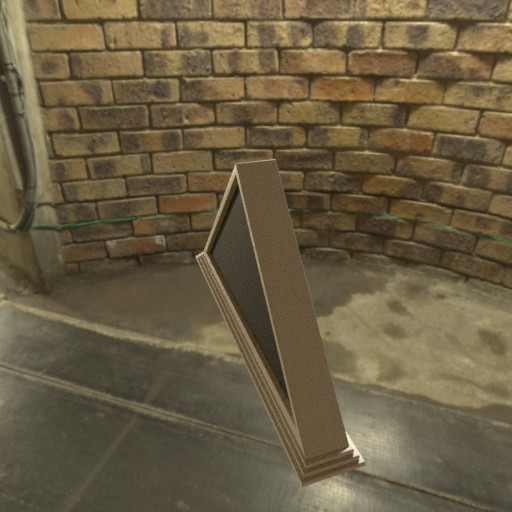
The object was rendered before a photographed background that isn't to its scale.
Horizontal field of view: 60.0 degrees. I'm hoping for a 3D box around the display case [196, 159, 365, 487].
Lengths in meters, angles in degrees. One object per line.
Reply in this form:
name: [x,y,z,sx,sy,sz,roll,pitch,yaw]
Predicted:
display case: [0.000,0.000,0.776,0.095,0.340,0.640,-10,31,-17]
